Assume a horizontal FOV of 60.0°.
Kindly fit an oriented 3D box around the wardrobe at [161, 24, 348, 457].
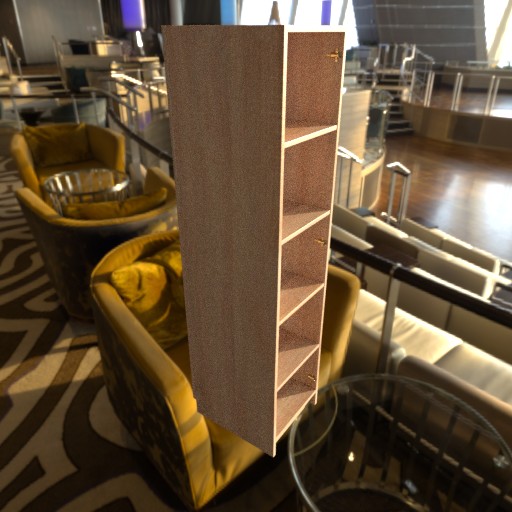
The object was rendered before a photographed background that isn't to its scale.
[{"bbox_3d":[0.000,0.000,2.296,0.588,2.117,0.496,18,32,31],"label":"wardrobe"}]
